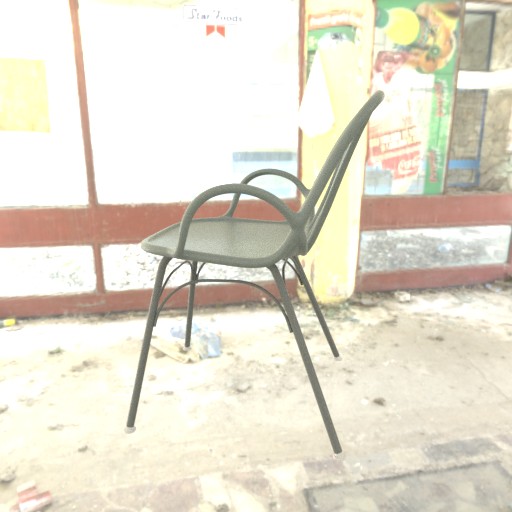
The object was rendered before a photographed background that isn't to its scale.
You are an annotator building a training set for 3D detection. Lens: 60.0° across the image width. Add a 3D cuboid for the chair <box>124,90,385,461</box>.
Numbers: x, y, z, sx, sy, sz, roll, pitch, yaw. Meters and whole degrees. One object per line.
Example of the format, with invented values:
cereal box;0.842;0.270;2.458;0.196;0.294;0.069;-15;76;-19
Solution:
chair;0.000;0.000;1.190;0.597;0.816;0.549;2;15;9
